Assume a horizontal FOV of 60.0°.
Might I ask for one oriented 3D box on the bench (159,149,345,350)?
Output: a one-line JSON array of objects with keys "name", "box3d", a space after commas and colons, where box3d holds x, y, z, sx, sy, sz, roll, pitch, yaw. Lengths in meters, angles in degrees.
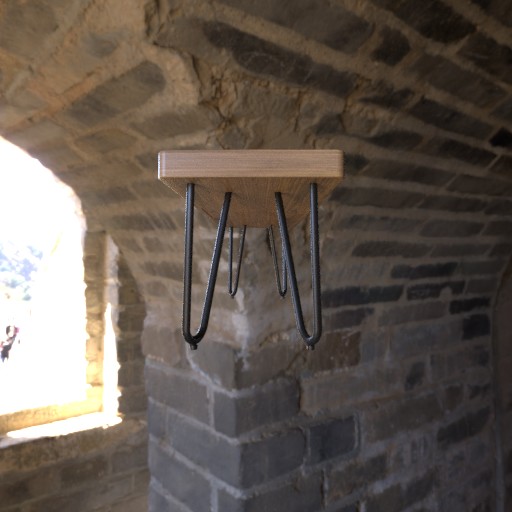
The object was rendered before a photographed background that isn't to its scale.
[{"name": "bench", "box3d": [0.000, 0.000, 1.766, 0.425, 0.462, 1.570, 0, 0, 1]}]
